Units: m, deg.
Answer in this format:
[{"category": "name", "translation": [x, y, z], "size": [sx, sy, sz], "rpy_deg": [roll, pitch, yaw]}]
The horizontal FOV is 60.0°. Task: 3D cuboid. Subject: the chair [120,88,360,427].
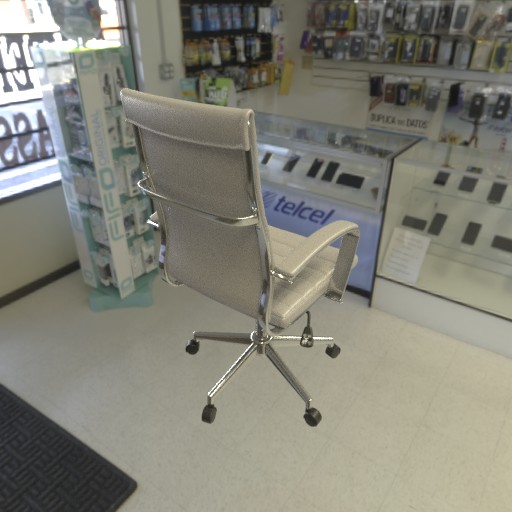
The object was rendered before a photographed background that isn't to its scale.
[{"category": "chair", "translation": [0.000, 0.000, 1.557], "size": [0.679, 1.149, 0.667], "rpy_deg": [22, 36, 33]}]
